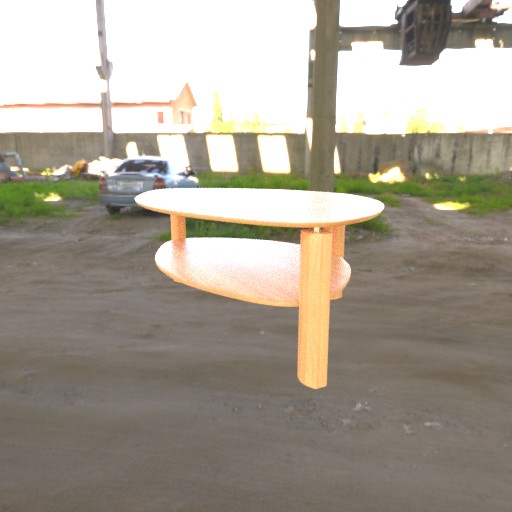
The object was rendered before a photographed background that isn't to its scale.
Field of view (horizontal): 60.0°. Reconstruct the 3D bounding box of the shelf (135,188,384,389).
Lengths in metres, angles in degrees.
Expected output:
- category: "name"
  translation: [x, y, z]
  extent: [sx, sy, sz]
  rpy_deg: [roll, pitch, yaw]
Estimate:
- category: "shelf"
  translation: [0.000, 0.000, 1.689]
  extent: [0.845, 0.440, 1.246]
  rpy_deg: [-7, 14, -27]
